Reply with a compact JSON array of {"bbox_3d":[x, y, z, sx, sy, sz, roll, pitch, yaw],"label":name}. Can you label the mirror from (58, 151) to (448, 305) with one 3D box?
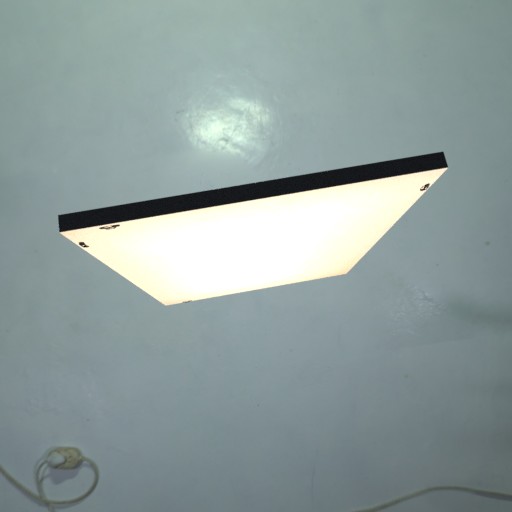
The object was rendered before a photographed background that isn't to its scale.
[{"bbox_3d":[0.000,0.000,1.350,0.762,1.016,0.040,-10,76,-2],"label":"mirror"}]
